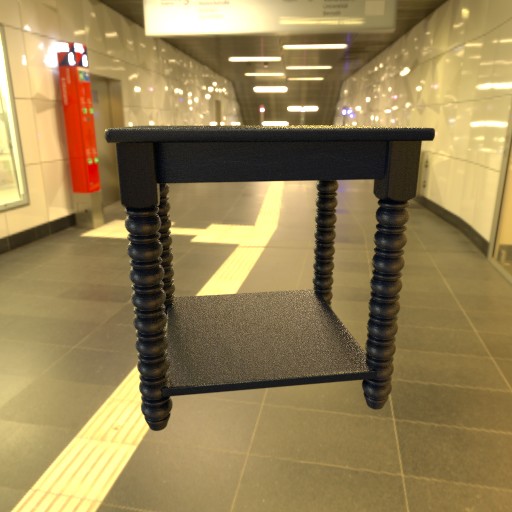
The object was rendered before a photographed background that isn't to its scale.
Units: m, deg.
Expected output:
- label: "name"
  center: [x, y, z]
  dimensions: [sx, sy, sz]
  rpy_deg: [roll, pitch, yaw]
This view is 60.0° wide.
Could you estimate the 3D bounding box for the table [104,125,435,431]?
- label: "table"
  center: [0.000, 0.000, 1.012]
  dimensions: [0.533, 0.567, 0.500]
  rpy_deg: [-2, 17, -8]
